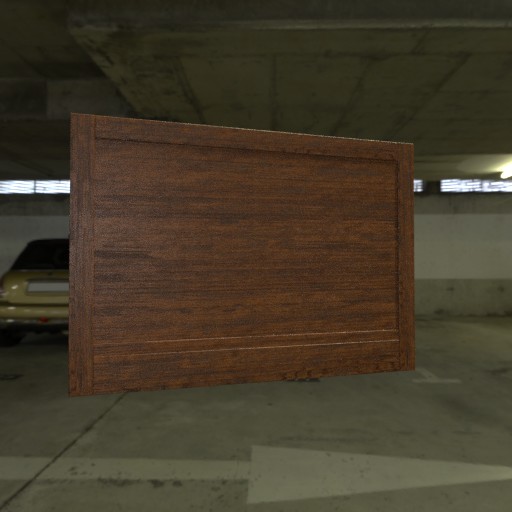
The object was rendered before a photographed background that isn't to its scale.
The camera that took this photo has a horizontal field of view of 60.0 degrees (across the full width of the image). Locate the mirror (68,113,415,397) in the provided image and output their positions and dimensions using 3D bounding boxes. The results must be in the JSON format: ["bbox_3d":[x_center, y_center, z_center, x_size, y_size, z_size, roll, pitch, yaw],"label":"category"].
[{"bbox_3d":[0.000,0.000,0.982,0.758,0.537,0.084,0,-1,-16],"label":"mirror"}]
